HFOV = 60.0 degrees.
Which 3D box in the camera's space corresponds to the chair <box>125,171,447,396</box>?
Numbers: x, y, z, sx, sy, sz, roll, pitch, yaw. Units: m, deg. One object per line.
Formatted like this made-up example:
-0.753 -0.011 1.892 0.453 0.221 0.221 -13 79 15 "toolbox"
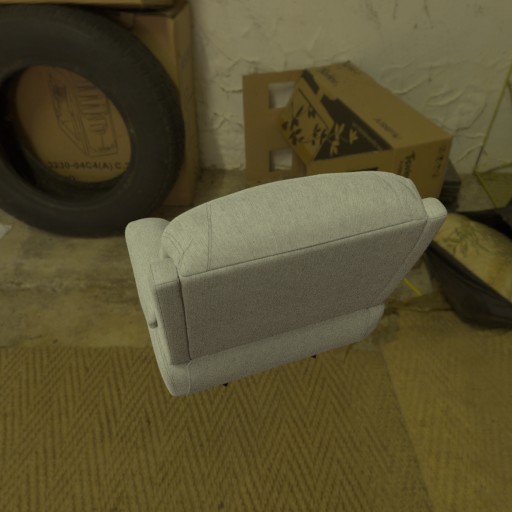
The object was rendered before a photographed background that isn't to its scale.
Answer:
0.000 0.000 1.735 0.930 1.011 0.899 -14 43 -15 "chair"
